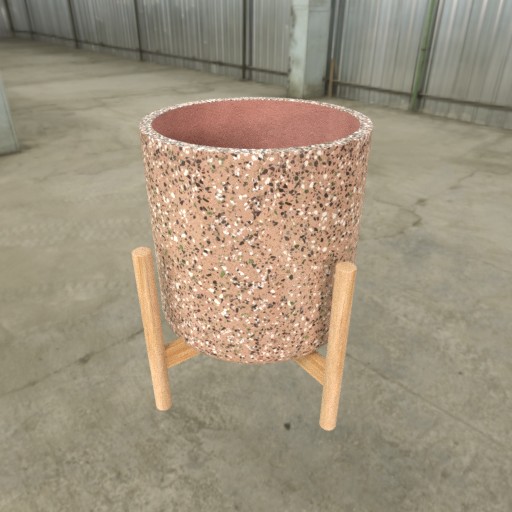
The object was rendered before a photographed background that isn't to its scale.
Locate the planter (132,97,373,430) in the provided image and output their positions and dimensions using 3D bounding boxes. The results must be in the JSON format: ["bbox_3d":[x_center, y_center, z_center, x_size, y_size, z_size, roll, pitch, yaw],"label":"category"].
[{"bbox_3d":[0.000,0.000,0.692,0.360,0.419,0.360,-7,31,-12],"label":"planter"}]
